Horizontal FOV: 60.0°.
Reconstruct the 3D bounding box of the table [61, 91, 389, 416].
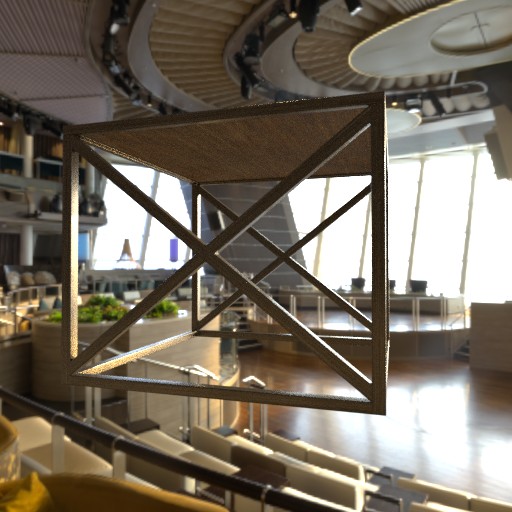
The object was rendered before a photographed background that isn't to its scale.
[{"bbox_3d":[0.000,0.000,1.071,0.611,0.507,0.609,0,-1,17],"label":"table"}]
